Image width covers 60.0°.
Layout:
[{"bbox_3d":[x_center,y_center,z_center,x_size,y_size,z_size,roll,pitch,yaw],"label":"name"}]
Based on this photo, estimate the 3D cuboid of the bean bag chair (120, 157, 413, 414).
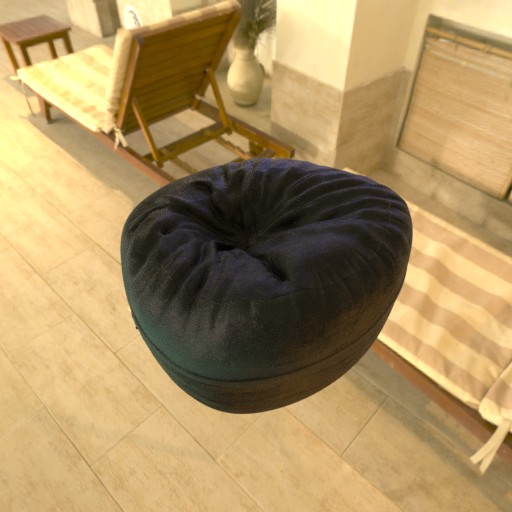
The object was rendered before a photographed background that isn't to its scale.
[{"bbox_3d":[0.000,0.000,2.445,1.524,0.878,1.524,-31,53,-27],"label":"bean bag chair"}]
